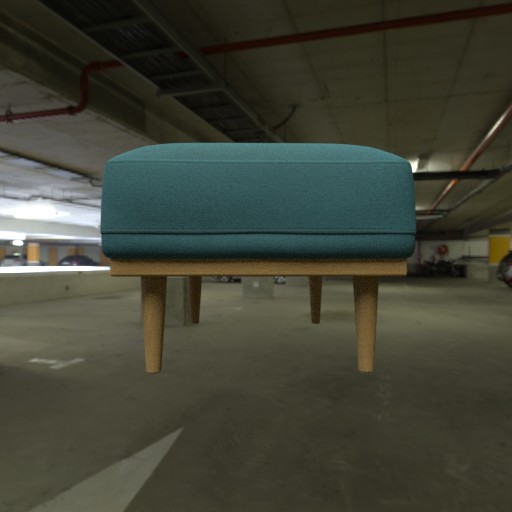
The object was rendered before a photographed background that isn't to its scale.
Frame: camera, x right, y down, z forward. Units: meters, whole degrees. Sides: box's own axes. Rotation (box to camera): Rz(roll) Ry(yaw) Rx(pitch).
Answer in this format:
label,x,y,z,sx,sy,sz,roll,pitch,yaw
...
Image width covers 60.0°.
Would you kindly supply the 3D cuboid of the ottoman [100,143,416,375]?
label,x,y,z,sx,sy,sz,roll,pitch,yaw
ottoman,0.000,0.000,1.105,0.549,0.428,0.749,0,0,-1
